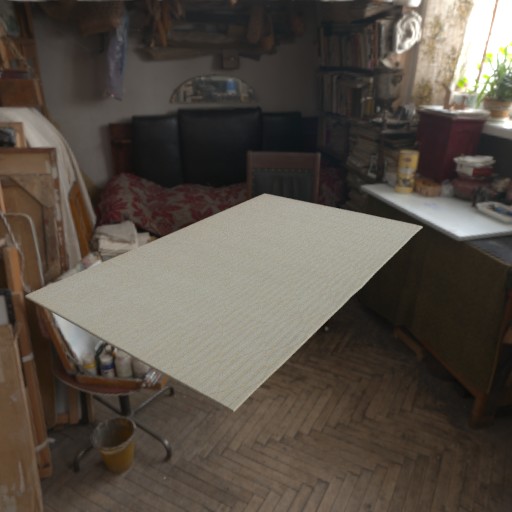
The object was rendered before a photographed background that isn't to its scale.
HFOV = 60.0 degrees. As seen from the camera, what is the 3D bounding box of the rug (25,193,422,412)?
[{"bbox_3d":[0.000,0.000,3.029,1.531,0.014,2.441,17,30,32],"label":"rug"}]
